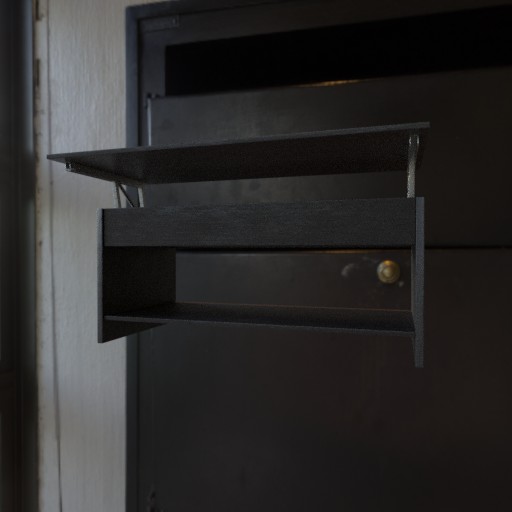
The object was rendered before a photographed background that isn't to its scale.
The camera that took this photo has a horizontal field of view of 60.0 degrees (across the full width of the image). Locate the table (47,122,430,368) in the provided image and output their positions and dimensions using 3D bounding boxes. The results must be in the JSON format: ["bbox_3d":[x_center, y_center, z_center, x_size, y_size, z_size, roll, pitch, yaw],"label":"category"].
[{"bbox_3d":[0.000,0.000,1.423,1.000,0.570,0.712,0,0,18],"label":"table"}]
